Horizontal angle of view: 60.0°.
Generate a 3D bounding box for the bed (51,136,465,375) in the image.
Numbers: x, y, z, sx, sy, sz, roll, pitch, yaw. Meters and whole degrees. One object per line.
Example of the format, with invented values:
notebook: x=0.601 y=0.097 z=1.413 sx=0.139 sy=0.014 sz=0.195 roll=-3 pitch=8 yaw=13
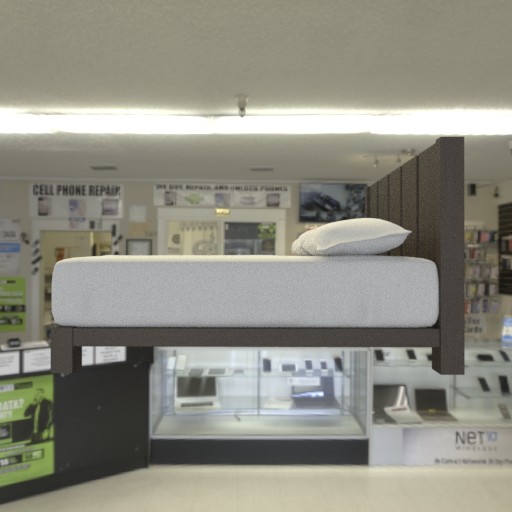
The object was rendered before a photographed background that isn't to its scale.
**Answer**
bed: x=0.000 y=0.000 z=3.237 sx=2.242 sy=1.270 sz=1.727 roll=0 pitch=0 yaw=1
